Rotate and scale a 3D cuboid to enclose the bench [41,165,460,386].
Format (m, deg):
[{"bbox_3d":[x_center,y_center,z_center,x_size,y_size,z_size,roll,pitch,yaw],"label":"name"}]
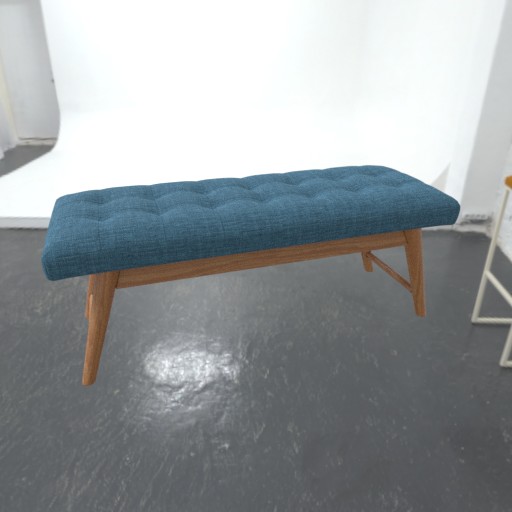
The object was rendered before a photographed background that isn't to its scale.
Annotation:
[{"bbox_3d":[0.000,0.000,1.364,1.118,0.432,0.406,-8,27,-16],"label":"bench"}]
